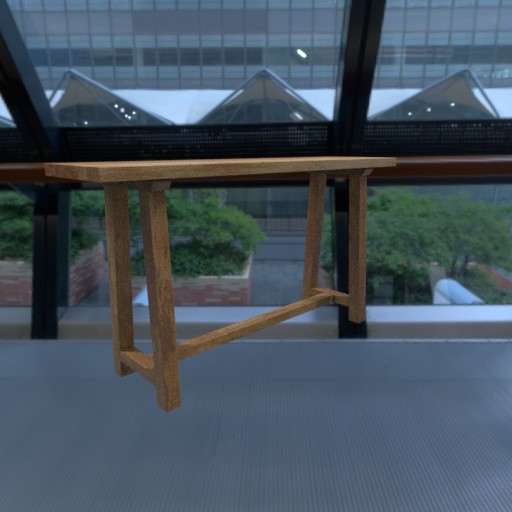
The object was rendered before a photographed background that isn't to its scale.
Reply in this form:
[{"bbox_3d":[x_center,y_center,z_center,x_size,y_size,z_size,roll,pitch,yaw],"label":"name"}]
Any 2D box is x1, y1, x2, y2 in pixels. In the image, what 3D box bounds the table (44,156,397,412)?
[{"bbox_3d":[0.000,0.000,1.913,1.524,0.810,0.405,-13,19,-42],"label":"table"}]
